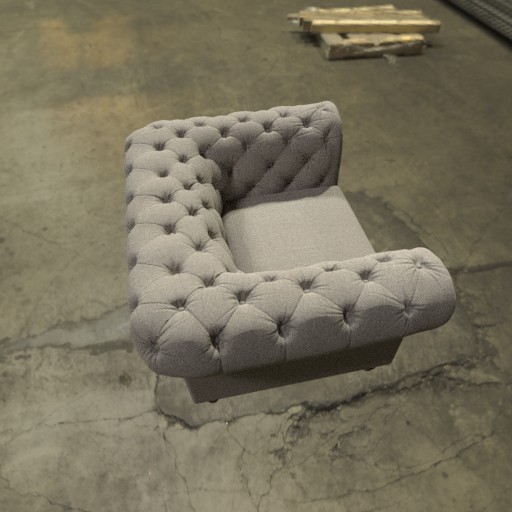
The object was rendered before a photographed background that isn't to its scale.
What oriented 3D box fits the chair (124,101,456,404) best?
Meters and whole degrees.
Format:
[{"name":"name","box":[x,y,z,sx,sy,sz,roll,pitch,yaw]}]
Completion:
[{"name":"chair","box":[0.000,0.000,1.884,0.976,0.770,1.270,-9,47,-8]}]
